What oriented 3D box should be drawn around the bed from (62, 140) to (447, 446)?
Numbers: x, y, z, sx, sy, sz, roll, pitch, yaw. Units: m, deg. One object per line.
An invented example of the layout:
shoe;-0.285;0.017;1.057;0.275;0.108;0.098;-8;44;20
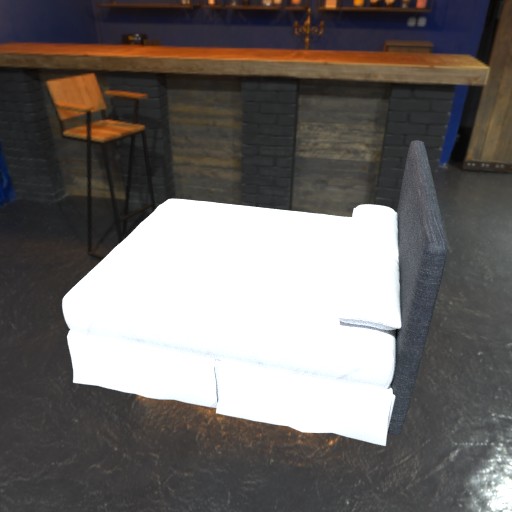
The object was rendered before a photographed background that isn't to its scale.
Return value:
bed;0.000;0.000;3.103;2.142;1.330;1.723;8;32;12
